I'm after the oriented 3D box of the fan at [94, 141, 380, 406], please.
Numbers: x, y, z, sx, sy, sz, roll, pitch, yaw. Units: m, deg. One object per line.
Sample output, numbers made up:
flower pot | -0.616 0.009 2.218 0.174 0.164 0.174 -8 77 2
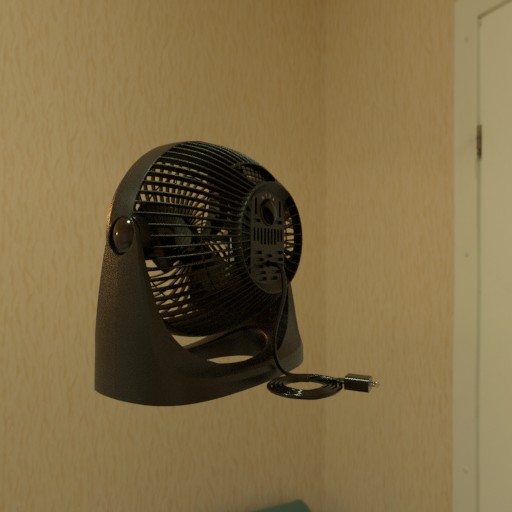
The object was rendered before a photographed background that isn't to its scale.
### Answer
fan | 0.000 0.000 0.495 0.256 0.277 0.273 0 0 36
